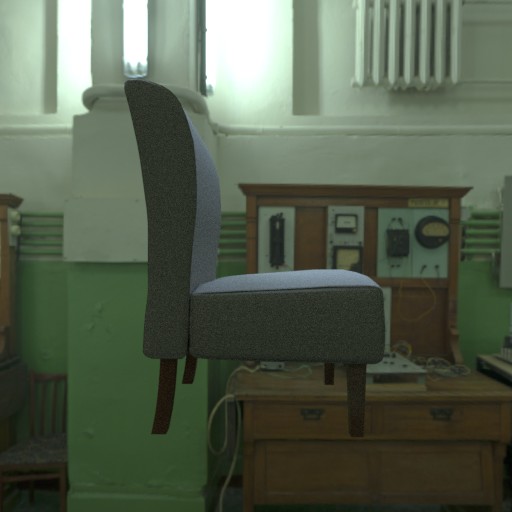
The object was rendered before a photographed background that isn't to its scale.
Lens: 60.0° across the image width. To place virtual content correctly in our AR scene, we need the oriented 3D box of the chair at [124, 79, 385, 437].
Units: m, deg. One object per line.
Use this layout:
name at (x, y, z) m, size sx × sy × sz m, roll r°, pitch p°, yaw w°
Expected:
chair at (0.000, 0.000, 1.203) m, size 0.592 × 0.804 × 0.513 m, roll 0°, pitch 0°, yaw 0°
